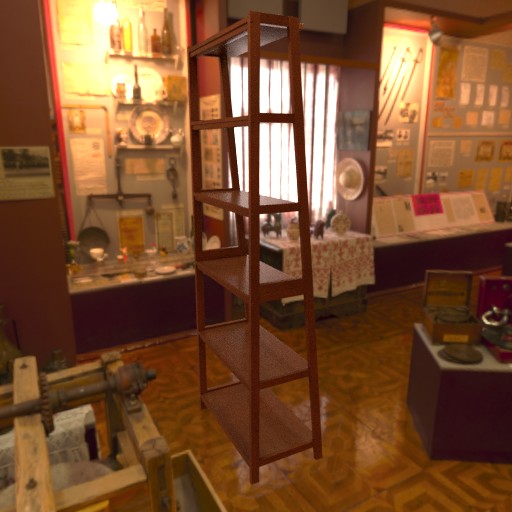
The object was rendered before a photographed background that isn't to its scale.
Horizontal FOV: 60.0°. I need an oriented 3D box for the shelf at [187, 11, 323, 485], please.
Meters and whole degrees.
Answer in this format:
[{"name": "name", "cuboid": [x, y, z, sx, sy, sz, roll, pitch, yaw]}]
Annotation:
[{"name": "shelf", "cuboid": [0.000, 0.000, 2.087, 0.382, 1.892, 0.660, -7, 16, -26]}]
